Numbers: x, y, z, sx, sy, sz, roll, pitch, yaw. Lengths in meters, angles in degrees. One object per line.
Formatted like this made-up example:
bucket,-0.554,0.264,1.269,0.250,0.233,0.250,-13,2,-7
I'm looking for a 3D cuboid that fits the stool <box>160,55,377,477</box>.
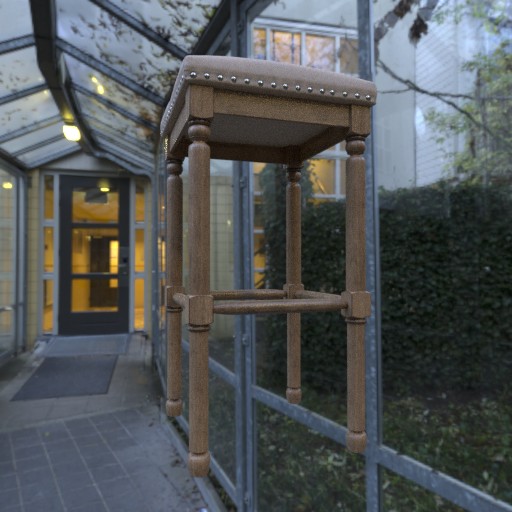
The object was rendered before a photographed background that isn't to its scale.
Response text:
stool,0.000,0.000,0.982,0.383,0.768,0.382,0,-1,-18
